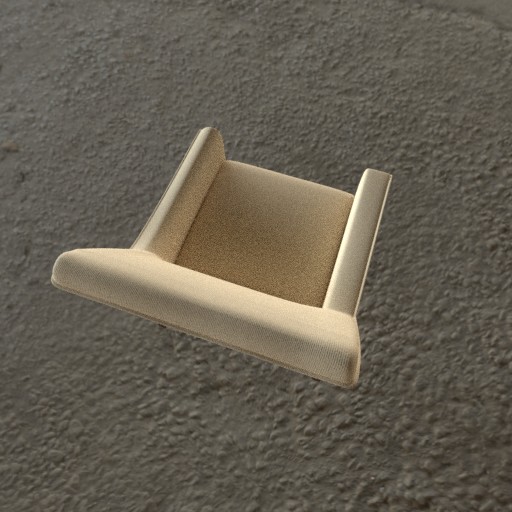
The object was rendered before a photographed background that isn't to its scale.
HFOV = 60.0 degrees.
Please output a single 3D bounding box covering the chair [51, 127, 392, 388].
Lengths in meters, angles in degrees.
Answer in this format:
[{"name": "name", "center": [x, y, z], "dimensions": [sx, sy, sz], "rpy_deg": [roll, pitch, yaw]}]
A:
[{"name": "chair", "center": [0.000, 0.000, 1.596], "dimensions": [0.780, 0.919, 0.899], "rpy_deg": [17, 64, 9]}]
